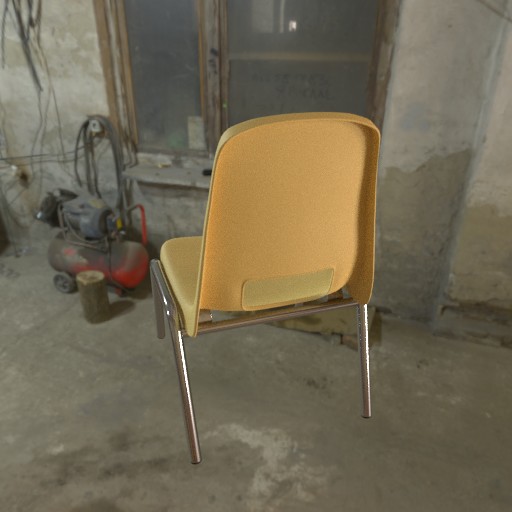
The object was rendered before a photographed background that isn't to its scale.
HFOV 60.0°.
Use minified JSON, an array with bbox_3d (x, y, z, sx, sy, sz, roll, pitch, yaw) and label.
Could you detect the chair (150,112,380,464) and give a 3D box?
[{"bbox_3d":[0.000,0.000,0.778,0.354,0.536,0.385,-8,28,-16],"label":"chair"}]
